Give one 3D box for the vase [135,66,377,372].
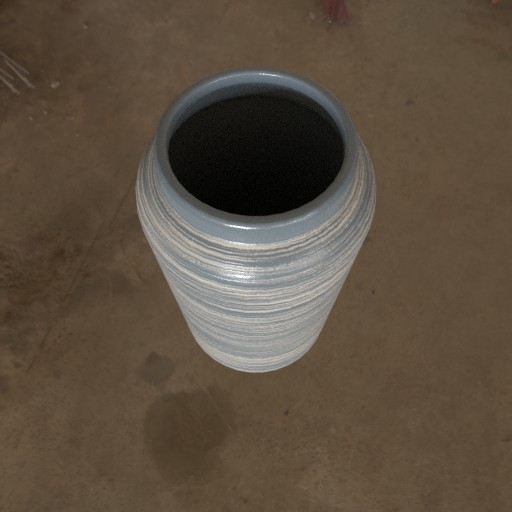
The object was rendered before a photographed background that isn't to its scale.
[{"bbox_3d":[0.000,0.000,0.289,0.116,0.230,0.116,0,64,0],"label":"vase"}]
